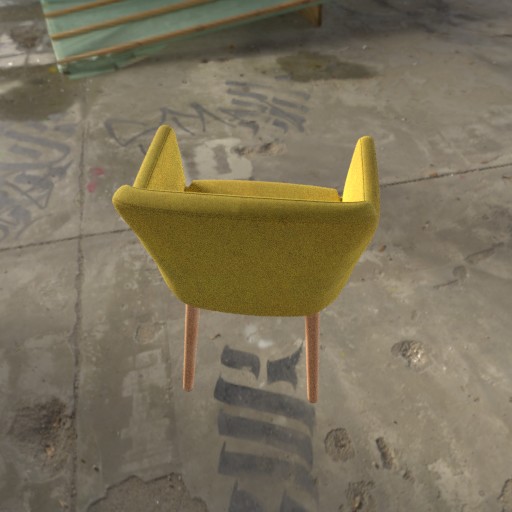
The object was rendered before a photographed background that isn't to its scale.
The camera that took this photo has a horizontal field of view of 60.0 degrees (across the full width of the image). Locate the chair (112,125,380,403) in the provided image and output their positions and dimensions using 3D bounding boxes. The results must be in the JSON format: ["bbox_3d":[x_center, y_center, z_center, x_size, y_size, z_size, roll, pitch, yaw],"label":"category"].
[{"bbox_3d":[0.000,0.000,1.186,0.570,0.780,0.570,4,46,4],"label":"chair"}]
